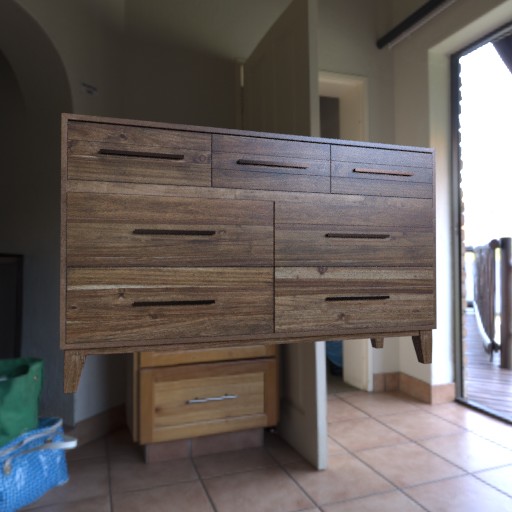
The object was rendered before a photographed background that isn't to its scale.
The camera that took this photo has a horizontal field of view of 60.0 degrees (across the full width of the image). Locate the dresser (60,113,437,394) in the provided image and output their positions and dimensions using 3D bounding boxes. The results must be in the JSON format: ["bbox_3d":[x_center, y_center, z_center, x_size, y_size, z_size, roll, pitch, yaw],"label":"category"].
[{"bbox_3d":[0.000,0.000,1.778,1.400,0.873,0.446,0,-1,-18],"label":"dresser"}]
